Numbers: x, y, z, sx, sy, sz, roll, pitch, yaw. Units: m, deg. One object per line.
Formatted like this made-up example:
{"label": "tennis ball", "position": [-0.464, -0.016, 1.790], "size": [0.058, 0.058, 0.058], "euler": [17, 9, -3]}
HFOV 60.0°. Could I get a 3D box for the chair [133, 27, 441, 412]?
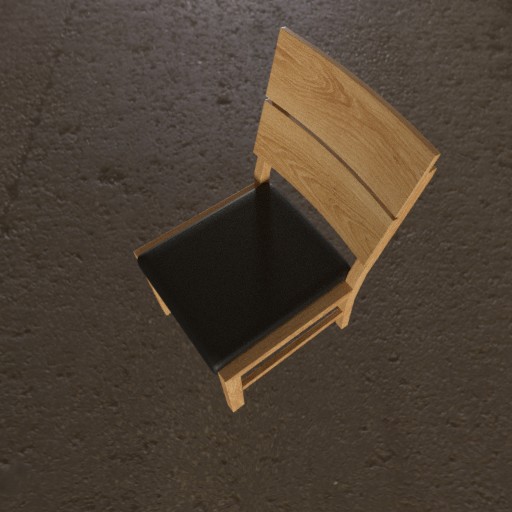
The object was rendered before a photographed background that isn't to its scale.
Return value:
{"label": "chair", "position": [0.000, 0.000, 1.274], "size": [0.569, 0.950, 0.475], "euler": [-33, 67, -17]}
